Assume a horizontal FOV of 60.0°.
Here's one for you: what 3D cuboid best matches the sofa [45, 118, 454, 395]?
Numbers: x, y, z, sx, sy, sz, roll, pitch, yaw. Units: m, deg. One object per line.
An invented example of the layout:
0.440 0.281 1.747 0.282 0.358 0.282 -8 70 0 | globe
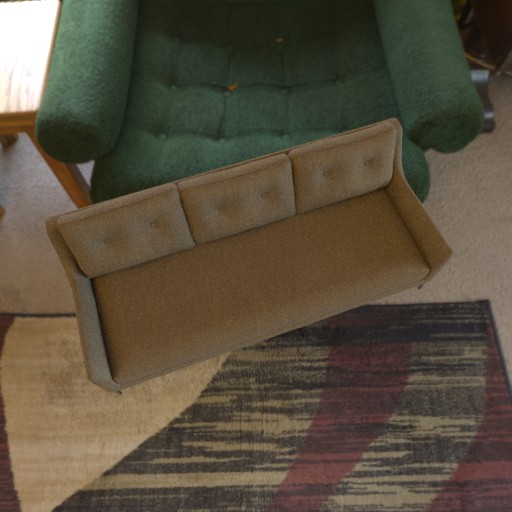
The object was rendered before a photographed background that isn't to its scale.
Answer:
0.000 0.000 2.566 2.060 0.837 0.849 -18 66 -8 | sofa
